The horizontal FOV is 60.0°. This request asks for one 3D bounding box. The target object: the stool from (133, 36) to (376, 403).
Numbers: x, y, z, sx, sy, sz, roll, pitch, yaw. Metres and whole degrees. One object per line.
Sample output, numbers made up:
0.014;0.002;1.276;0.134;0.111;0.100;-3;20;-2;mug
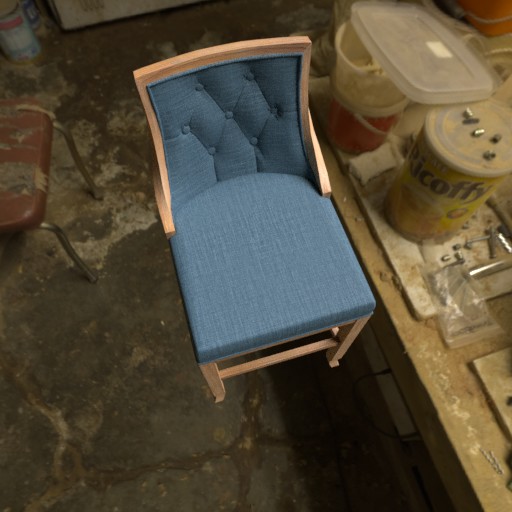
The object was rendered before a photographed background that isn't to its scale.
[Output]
0.000;0.000;1.433;0.524;1.101;0.626;-15;64;-7;stool
